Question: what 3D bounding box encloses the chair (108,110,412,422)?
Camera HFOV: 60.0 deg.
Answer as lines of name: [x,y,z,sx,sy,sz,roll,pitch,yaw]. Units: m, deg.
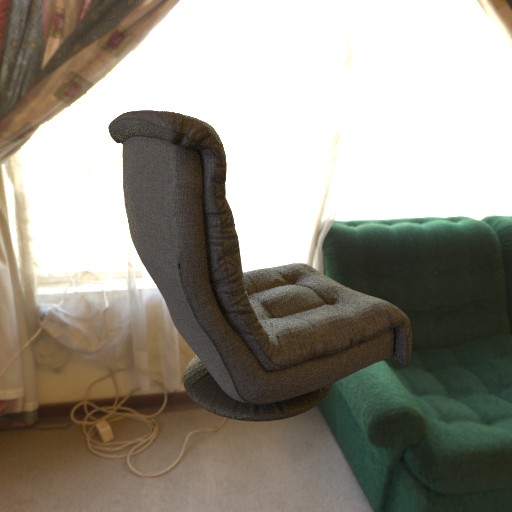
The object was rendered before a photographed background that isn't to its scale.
chair: [0.000,0.000,1.217,0.668,0.749,0.597,-7,17,-25]
